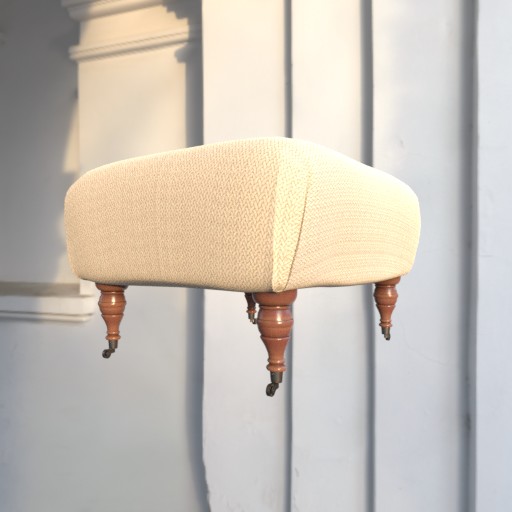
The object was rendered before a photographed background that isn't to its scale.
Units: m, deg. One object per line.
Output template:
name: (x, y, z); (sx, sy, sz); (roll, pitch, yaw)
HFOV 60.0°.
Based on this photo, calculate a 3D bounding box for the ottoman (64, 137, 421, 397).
ottoman: (0.000, 0.000, 1.069); (0.622, 0.447, 0.684); (1, 1, 36)
